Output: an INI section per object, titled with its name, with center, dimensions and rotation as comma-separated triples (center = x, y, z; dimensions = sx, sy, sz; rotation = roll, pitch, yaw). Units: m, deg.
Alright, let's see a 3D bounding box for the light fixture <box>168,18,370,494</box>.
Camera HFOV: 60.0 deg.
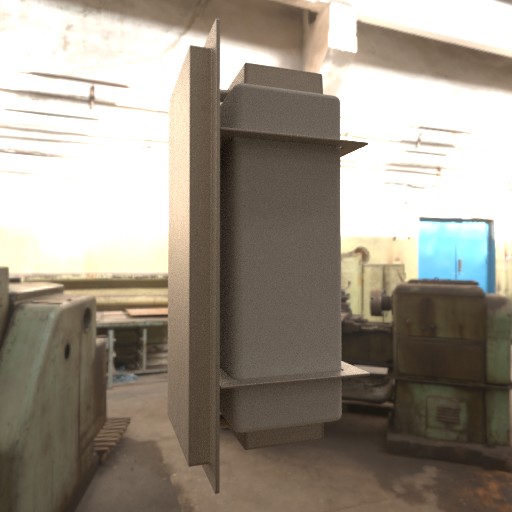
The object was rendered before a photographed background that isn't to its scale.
[light fixture]
center = 0.000, 0.000, 0.451
dimensions = 0.160, 0.380, 0.168
rotation = 0, -1, -19
